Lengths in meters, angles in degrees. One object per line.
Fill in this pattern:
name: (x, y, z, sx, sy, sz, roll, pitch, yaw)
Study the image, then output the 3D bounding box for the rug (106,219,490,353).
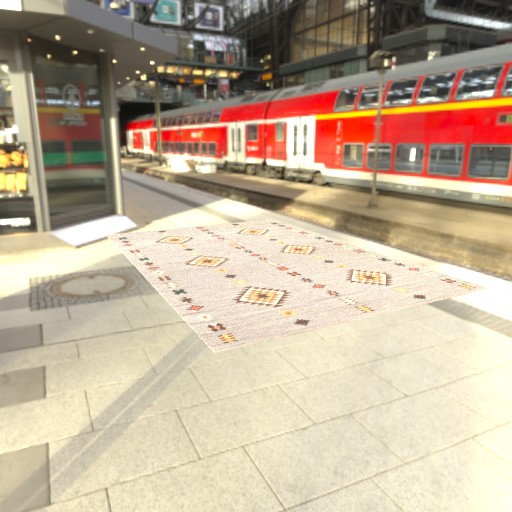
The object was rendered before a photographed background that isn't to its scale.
rug: (0.000, 0.000, 2.328, 1.217, 0.005, 1.818, -8, 17, -27)
